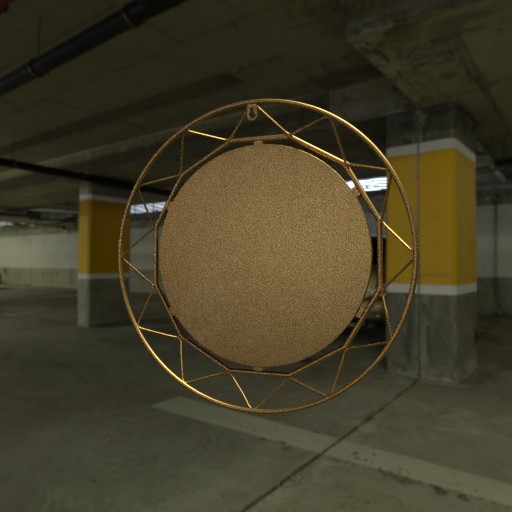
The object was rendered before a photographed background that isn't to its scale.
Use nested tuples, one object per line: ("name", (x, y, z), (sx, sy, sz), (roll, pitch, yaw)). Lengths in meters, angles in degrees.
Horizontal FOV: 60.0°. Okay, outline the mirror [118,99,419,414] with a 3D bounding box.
("mirror", (0.000, 0.000, 0.660), (0.454, 0.454, 0.043), (0, -1, 18))
